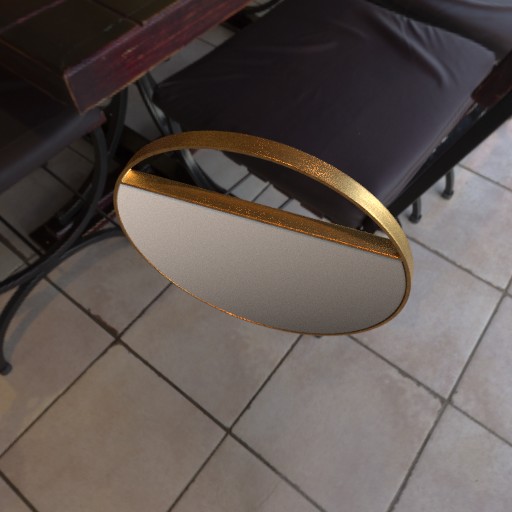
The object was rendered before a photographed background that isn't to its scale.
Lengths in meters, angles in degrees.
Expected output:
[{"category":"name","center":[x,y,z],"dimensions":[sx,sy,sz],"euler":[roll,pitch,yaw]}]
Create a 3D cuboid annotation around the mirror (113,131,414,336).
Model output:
[{"category":"mirror","center":[0.000,0.000,0.841],"dimensions":[0.565,0.565,0.032],"euler":[16,59,10]}]
